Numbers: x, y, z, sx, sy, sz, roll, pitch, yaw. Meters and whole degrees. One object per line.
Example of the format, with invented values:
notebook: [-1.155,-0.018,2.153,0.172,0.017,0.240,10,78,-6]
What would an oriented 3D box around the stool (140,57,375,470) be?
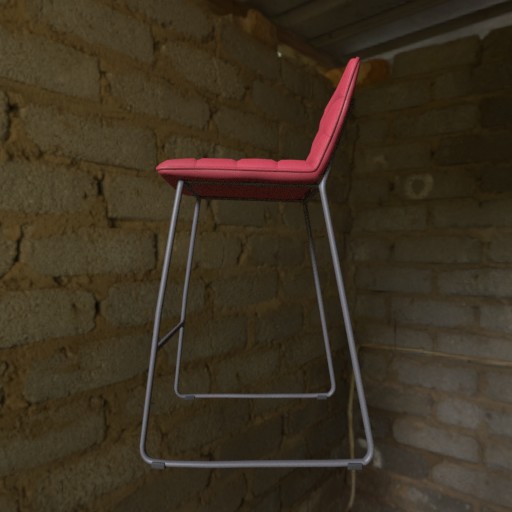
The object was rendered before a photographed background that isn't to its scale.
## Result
stool: [0.000,0.000,1.211,0.524,0.937,0.489,0,0,0]
